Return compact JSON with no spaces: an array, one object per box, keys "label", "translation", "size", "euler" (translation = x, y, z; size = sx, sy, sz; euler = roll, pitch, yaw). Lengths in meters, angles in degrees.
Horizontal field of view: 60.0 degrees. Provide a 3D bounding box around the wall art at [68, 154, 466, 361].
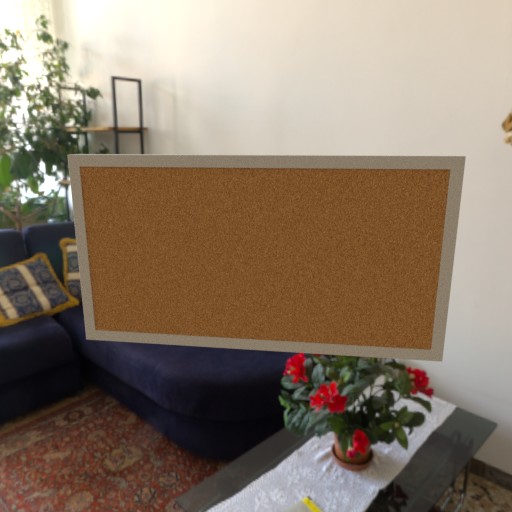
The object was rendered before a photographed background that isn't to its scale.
[{"label":"wall art","translation":[0.000,0.000,0.970],"size":[0.812,0.431,0.038],"euler":[2,15,8]}]
